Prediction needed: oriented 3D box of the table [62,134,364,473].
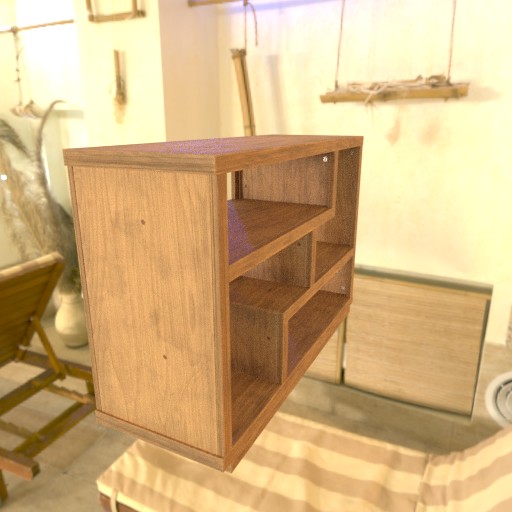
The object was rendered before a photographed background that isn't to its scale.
[{"bbox_3d":[0.000,0.000,1.527,0.410,0.771,1.151,8,19,26],"label":"table"}]
